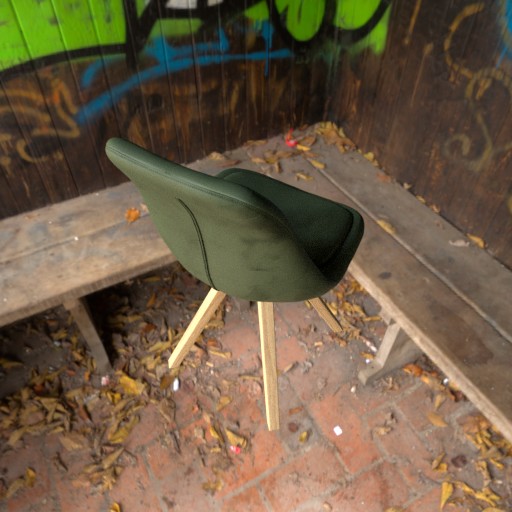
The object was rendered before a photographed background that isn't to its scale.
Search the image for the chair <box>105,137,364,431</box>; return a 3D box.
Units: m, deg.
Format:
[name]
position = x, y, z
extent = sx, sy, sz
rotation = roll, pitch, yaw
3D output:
[chair]
position = 0.000, 0.000, 1.166
extent = 0.483, 0.865, 0.547
rotation = 25, 51, 22
